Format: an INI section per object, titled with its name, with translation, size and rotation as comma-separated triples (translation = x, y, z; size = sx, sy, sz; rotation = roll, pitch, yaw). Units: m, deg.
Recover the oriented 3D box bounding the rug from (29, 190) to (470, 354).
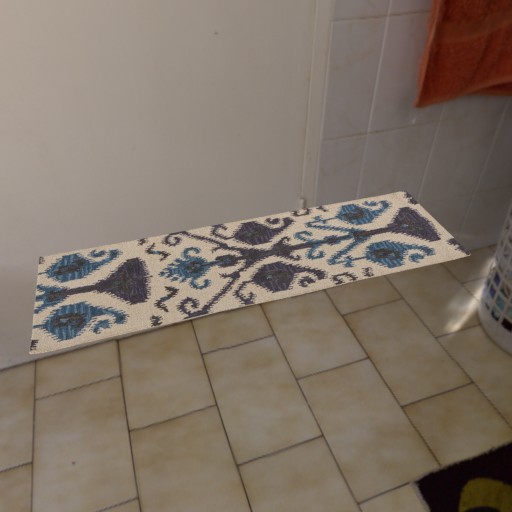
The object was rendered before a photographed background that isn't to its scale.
[rug]
translation = 0.000, 0.000, 2.457
size = 2.301, 0.017, 0.692
rotation = -11, 42, -13
